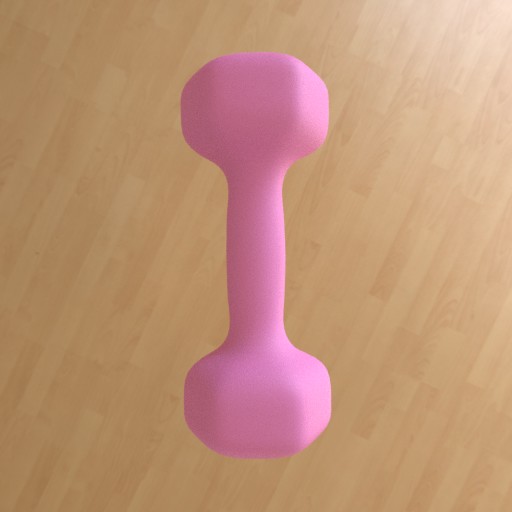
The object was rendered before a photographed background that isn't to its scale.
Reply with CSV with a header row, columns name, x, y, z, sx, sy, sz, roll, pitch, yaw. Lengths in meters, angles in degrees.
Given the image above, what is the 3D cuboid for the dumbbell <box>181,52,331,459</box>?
name,x,y,z,sx,sy,sz,roll,pitch,yaw
dumbbell,0.000,0.000,0.189,0.064,0.058,0.159,0,90,1
